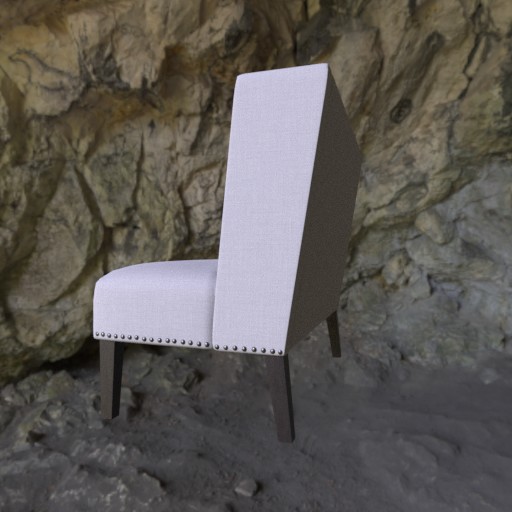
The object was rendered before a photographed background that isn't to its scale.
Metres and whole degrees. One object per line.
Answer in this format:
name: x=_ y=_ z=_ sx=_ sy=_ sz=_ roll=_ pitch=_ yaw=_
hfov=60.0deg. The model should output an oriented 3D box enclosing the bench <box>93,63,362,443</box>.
bench: x=0.000 y=0.000 z=2.000 sx=0.847 sy=1.123 sz=1.280 roll=0 pitch=0 yaw=18
